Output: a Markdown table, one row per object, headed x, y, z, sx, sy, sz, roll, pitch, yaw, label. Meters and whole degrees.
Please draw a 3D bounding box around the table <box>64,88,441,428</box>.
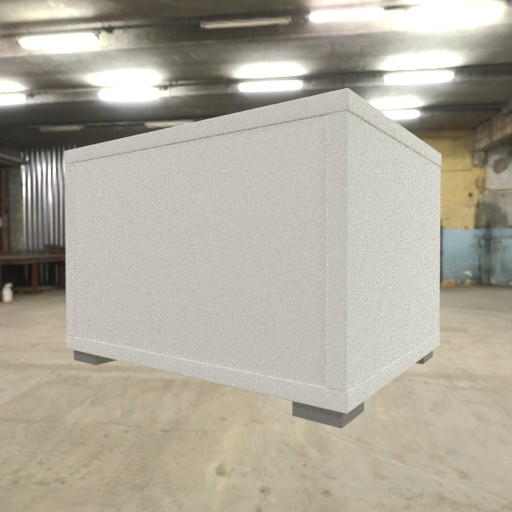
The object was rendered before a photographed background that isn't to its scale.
| x | y | z | sx | sy | sz | roll | pitch | yaw | label |
| --- | --- | --- | --- | --- | --- | --- | --- | --- | --- |
| 0.000 | 0.000 | 0.770 | 0.517 | 0.357 | 0.399 | 1 | 1 | 35 | table |
